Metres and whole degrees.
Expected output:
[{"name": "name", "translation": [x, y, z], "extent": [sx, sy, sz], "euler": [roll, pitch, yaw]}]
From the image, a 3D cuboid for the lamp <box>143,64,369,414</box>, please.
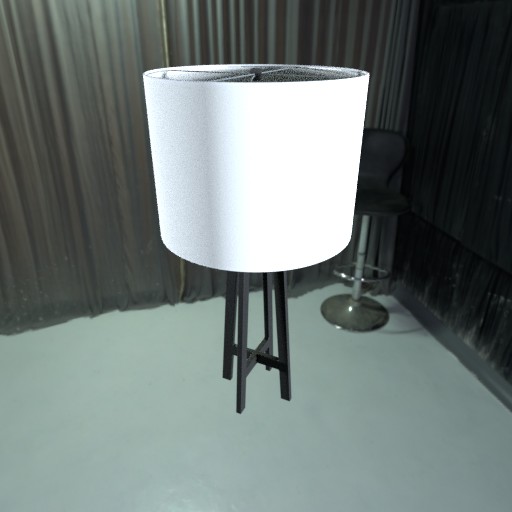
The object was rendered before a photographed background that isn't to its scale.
[{"name": "lamp", "translation": [0.000, 0.000, 0.626], "extent": [0.257, 0.489, 0.257], "euler": [-9, 28, -17]}]
